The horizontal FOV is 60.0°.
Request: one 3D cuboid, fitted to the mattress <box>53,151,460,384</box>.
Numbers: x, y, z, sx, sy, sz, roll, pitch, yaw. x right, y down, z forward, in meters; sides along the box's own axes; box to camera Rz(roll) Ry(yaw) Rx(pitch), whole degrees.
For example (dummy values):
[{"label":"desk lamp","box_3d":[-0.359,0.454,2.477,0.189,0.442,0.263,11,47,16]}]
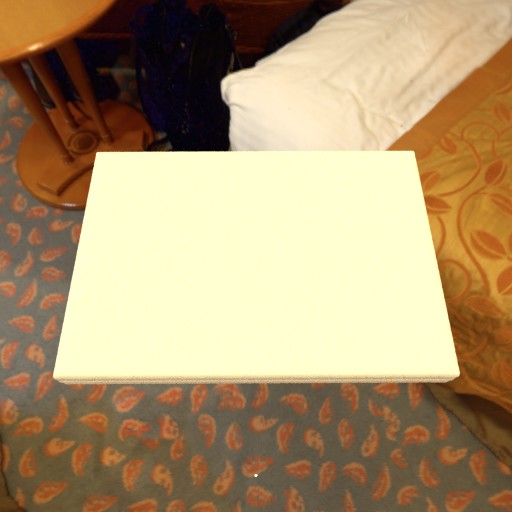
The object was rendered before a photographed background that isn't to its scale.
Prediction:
[{"label":"mattress","box_3d":[0.000,0.000,2.535,2.000,0.200,1.400,0,64,0]}]
